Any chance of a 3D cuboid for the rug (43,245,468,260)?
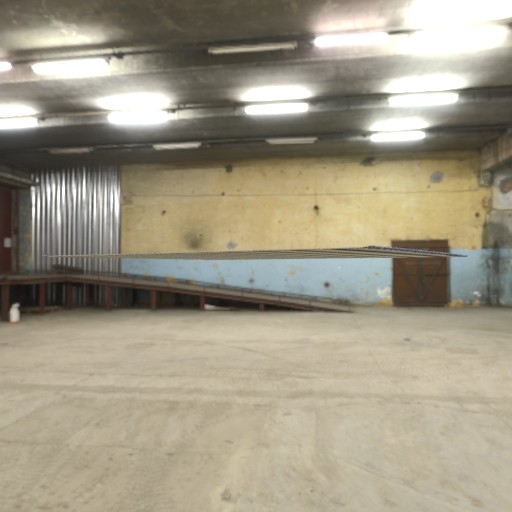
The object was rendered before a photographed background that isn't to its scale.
[{"bbox_3d":[0.000,0.000,4.336,3.416,0.016,2.471,-1,-2,36],"label":"rug"}]
